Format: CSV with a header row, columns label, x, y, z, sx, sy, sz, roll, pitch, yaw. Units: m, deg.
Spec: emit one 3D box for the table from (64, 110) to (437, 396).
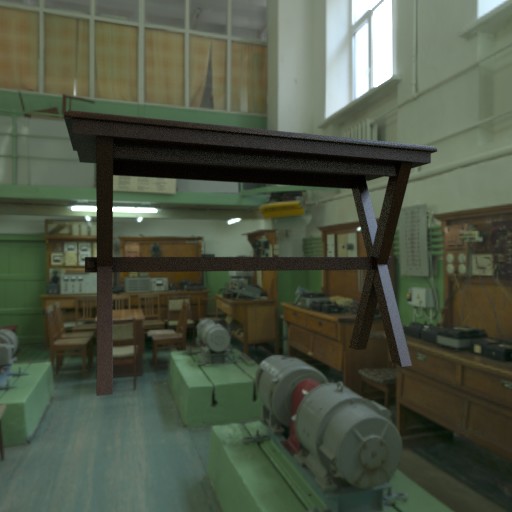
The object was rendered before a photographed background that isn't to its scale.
label,x,y,z,sx,sy,sz,roll,pitch,yaw
table,0.000,0.000,1.537,1.197,0.763,0.399,0,0,-19
